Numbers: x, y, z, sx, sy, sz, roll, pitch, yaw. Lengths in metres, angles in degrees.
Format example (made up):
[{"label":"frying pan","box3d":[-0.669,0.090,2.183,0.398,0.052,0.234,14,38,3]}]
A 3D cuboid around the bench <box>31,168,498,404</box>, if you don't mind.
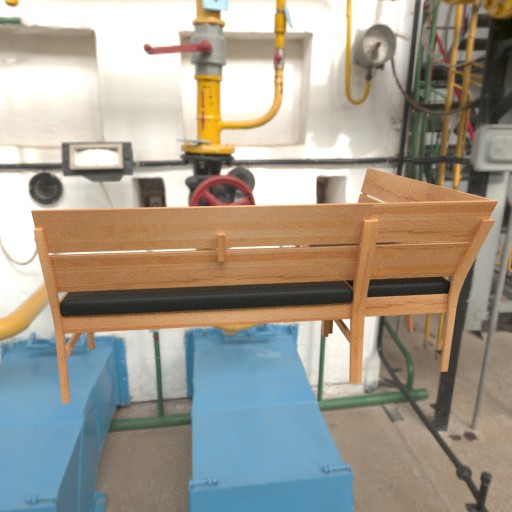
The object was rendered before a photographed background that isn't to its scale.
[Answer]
[{"label":"bench","box3d":[0.000,0.000,2.688,1.948,0.890,1.548,-2,17,-7]}]
